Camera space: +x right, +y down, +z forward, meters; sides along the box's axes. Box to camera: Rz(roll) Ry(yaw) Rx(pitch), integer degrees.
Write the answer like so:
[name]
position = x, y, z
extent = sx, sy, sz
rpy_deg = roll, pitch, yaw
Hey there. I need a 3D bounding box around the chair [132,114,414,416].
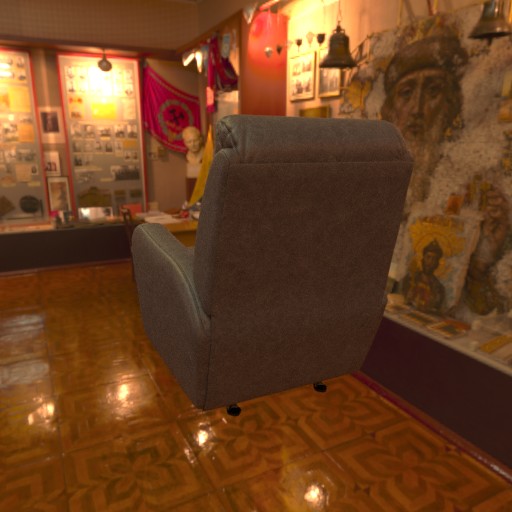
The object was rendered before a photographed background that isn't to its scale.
[chair]
position = 0.000, 0.000, 1.849
extent = 0.865, 1.067, 1.067
rpy_deg = -6, 15, -24
